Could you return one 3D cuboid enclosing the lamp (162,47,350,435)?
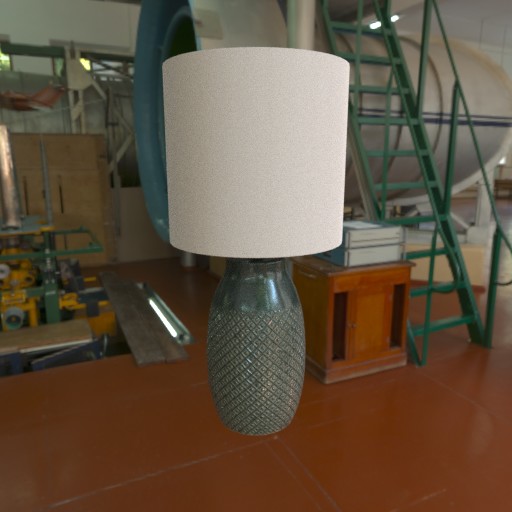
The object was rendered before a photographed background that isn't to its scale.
[{"bbox_3d":[0.000,0.000,0.573,0.217,0.453,0.217,2,13,8],"label":"lamp"}]
